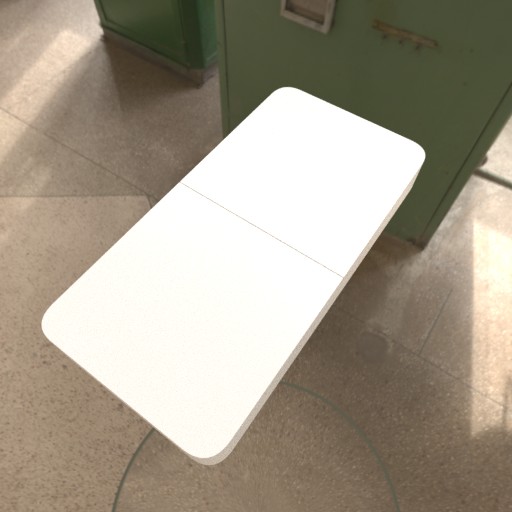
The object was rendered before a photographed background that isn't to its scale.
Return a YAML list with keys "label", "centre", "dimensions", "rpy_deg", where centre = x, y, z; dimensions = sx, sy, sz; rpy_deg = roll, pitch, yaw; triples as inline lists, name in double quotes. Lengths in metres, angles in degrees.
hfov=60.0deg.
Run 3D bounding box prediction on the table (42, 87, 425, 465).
- label: "table"
  centre: [0.000, 0.000, 1.473]
  dimensions: [0.600, 0.340, 1.200]
  rpy_deg: [31, 64, 18]
